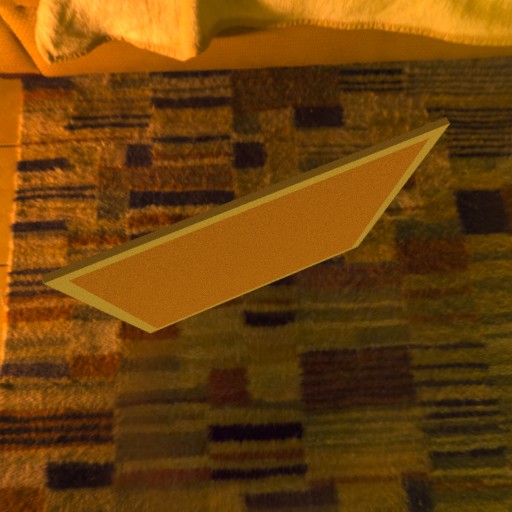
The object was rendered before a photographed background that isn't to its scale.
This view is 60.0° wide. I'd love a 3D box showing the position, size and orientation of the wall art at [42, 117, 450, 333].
[{"bbox_3d":[0.000,0.000,0.680,0.456,0.457,0.009,-22,75,-6],"label":"wall art"}]
